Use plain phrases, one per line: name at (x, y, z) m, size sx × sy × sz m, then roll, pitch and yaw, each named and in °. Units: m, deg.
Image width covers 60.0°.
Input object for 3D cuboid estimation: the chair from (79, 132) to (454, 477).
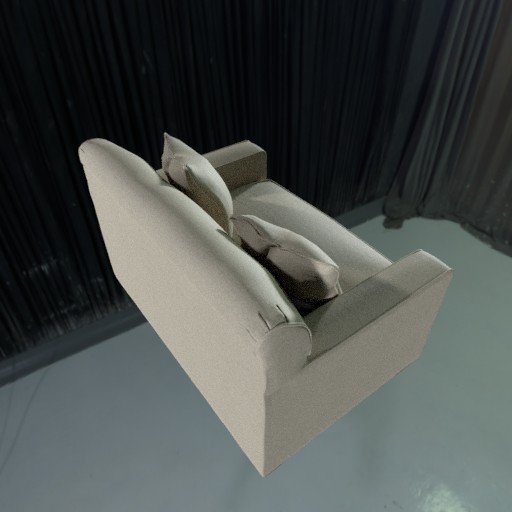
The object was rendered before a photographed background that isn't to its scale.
chair at (0.000, 0.000, 2.041) m, size 1.000 × 0.948 × 1.383 m, roll -26°, pitch 47°, yaw -27°
